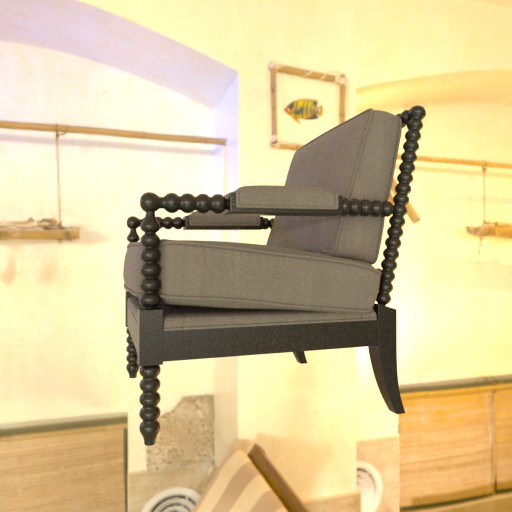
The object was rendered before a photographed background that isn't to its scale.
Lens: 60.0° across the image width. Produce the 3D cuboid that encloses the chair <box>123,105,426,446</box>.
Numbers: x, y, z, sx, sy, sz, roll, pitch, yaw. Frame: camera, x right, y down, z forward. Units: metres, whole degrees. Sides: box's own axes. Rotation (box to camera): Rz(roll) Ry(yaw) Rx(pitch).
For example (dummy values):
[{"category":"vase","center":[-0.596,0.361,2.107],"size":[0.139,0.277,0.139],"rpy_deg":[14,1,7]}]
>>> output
[{"category":"chair","center":[0.000,0.000,1.087],"size":[0.622,0.661,0.540],"rpy_deg":[0,0,-19]}]
